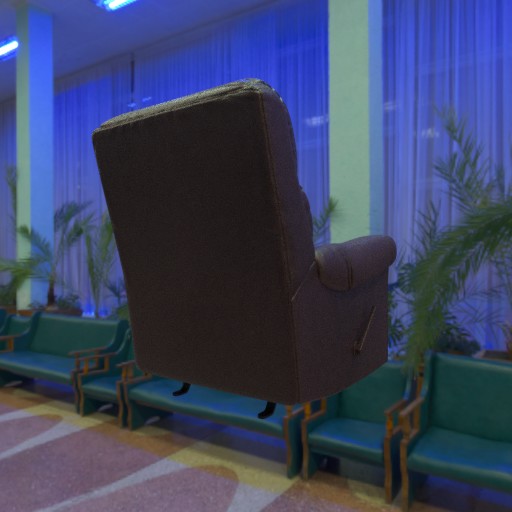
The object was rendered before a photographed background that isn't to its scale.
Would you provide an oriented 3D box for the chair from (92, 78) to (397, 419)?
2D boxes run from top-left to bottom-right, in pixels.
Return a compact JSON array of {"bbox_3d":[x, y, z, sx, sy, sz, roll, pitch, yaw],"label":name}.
[{"bbox_3d":[0.000,0.000,1.769,0.838,1.054,1.014,0,0,36],"label":"chair"}]
